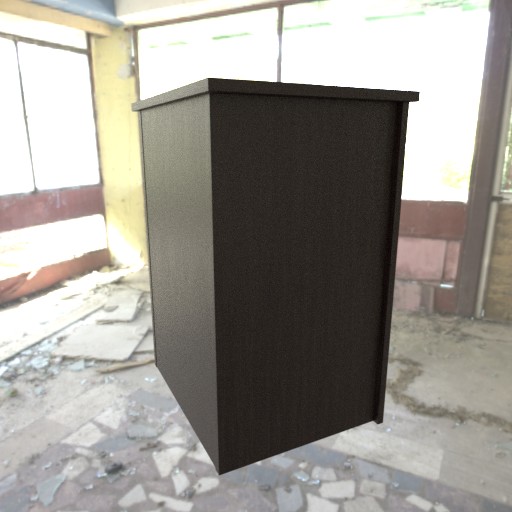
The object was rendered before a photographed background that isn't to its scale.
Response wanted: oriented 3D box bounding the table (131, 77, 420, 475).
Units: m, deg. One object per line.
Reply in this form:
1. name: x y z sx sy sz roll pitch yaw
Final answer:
1. table: 0.000 0.000 0.943 0.381 0.635 0.480 -7 16 -26
